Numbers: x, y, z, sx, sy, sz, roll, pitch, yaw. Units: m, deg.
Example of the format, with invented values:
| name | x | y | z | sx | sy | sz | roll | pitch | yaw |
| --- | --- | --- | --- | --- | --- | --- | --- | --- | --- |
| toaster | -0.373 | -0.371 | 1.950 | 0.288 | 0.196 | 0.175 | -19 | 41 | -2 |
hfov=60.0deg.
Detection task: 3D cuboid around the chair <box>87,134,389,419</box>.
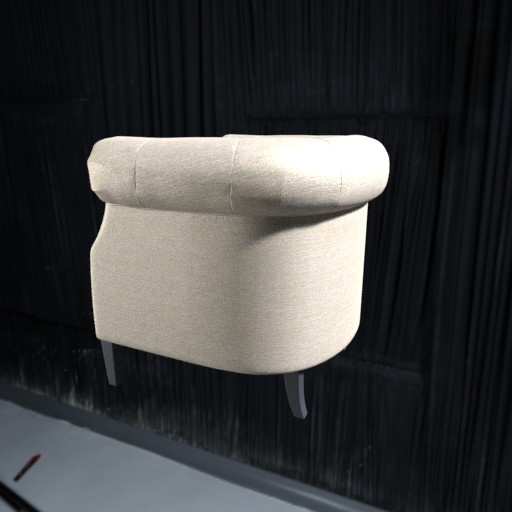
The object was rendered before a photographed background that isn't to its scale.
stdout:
| name | x | y | z | sx | sy | sz | roll | pitch | yaw |
| --- | --- | --- | --- | --- | --- | --- | --- | --- | --- |
| chair | 0.000 | 0.000 | 1.566 | 0.852 | 0.827 | 0.905 | 7 | 17 | 24 |
